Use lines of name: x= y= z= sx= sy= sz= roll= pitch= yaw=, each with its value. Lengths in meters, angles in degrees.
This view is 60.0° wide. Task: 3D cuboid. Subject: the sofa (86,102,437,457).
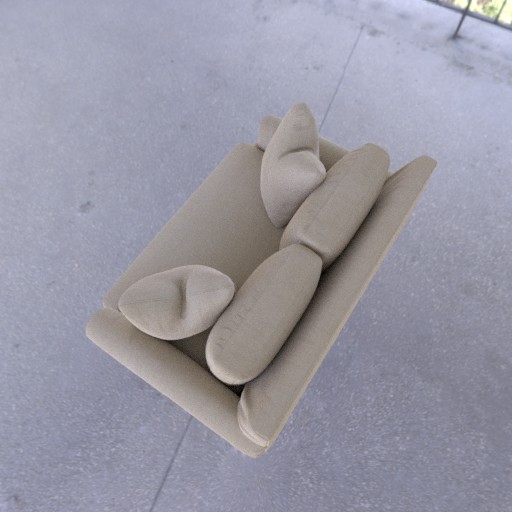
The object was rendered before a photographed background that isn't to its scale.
sofa: x=0.000 y=0.000 z=2.198 sx=1.070 sy=0.905 sz=1.550 roll=31 pitch=68 yaw=14
